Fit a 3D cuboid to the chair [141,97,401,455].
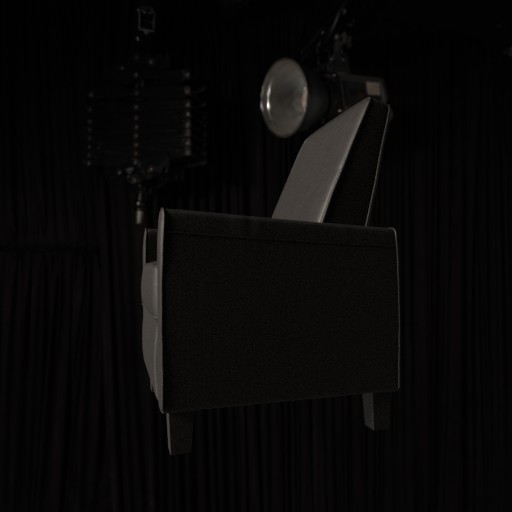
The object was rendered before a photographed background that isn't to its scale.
[{"bbox_3d":[0.000,0.000,1.519,0.746,1.013,0.705,0,-2,-18],"label":"chair"}]
